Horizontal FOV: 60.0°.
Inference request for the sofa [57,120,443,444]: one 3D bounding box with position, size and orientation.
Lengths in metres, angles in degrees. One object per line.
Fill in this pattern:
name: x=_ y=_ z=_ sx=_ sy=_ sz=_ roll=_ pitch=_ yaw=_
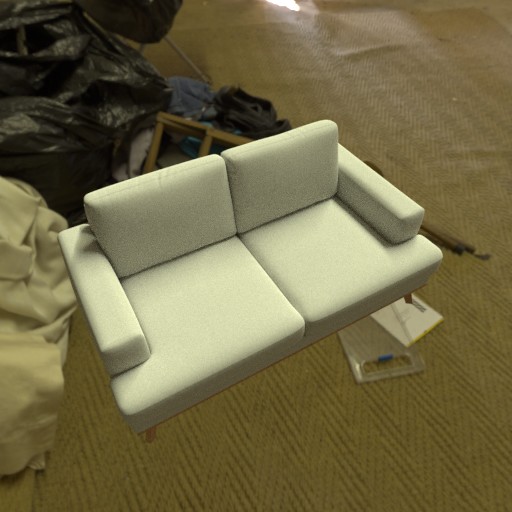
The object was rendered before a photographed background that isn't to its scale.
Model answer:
sofa: x=0.000 y=0.000 z=2.149 sx=1.651 sy=0.810 sz=0.915 roll=-23 pitch=50 yaw=-20
